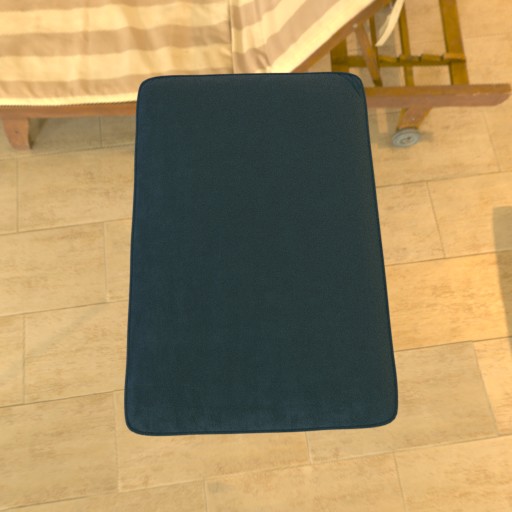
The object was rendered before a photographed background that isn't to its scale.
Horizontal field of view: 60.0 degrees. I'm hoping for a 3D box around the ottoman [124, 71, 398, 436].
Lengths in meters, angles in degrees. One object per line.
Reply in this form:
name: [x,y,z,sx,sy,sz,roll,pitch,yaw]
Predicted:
ottoman: [0.000,0.000,1.208,0.583,0.484,0.862,-2,75,0]
